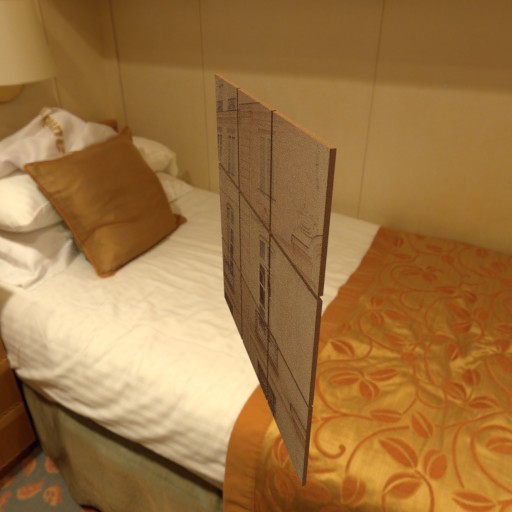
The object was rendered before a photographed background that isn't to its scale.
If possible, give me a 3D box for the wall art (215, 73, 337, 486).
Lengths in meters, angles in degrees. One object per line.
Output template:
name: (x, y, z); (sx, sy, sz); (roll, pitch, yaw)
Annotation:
wall art: (0.000, 0.000, 1.338); (0.018, 0.913, 0.915); (-8, 31, -14)
